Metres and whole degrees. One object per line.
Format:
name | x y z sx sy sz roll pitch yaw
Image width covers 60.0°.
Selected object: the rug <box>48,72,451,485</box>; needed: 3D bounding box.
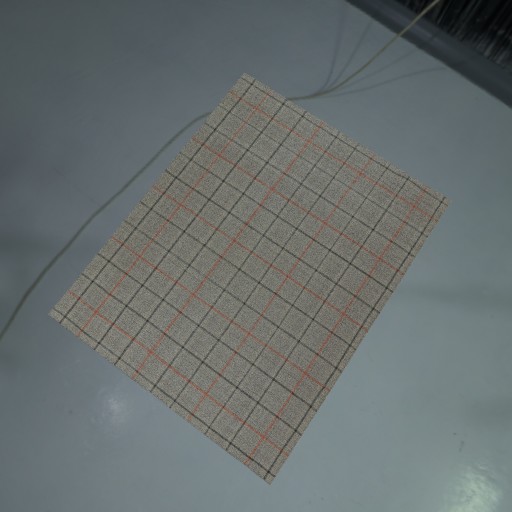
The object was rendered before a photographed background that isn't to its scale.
rug | 0.000 0.000 4.120 2.444 0.012 3.048 34 79 8
